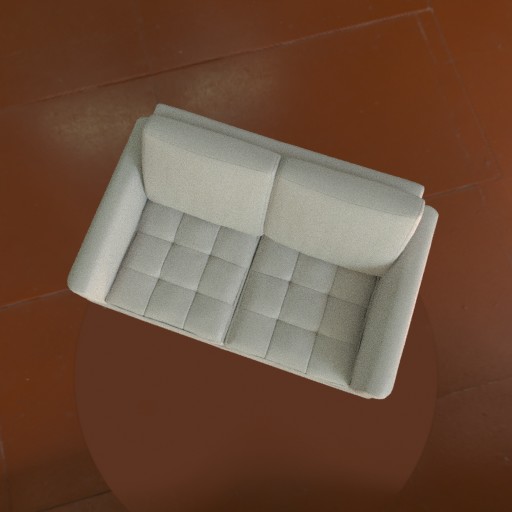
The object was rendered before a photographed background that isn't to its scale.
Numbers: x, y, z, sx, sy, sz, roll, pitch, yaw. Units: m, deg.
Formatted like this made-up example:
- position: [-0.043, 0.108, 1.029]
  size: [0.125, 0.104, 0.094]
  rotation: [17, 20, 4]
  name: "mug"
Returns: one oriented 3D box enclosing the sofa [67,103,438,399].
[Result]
- position: [0.000, 0.000, 2.530]
  size: [1.819, 0.930, 1.121]
  rotation: [18, 77, 4]
  name: "sofa"
